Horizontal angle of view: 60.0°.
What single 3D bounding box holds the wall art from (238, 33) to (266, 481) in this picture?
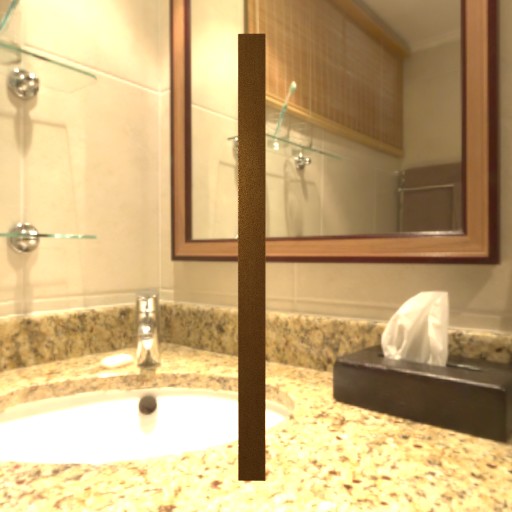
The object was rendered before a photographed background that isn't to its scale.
[{"bbox_3d":[0.000,0.000,0.450,0.019,0.302,0.302,0,1,1],"label":"wall art"}]
